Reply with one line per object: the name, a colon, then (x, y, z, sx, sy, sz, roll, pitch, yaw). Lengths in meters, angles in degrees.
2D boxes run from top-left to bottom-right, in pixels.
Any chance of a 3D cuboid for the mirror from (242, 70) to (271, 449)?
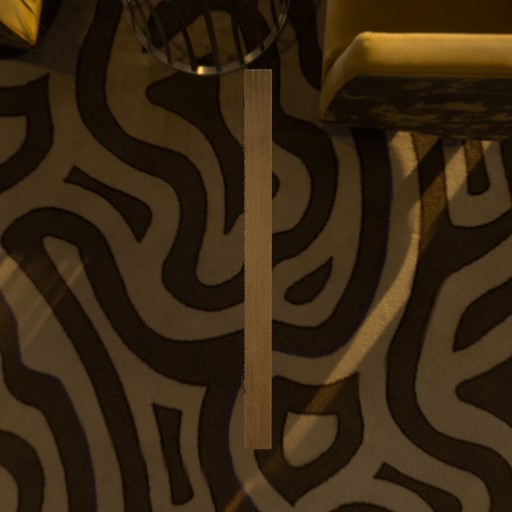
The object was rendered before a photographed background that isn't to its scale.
mirror: (0.000, 0.000, 0.946, 0.040, 0.710, 0.507, 0, 91, 0)
